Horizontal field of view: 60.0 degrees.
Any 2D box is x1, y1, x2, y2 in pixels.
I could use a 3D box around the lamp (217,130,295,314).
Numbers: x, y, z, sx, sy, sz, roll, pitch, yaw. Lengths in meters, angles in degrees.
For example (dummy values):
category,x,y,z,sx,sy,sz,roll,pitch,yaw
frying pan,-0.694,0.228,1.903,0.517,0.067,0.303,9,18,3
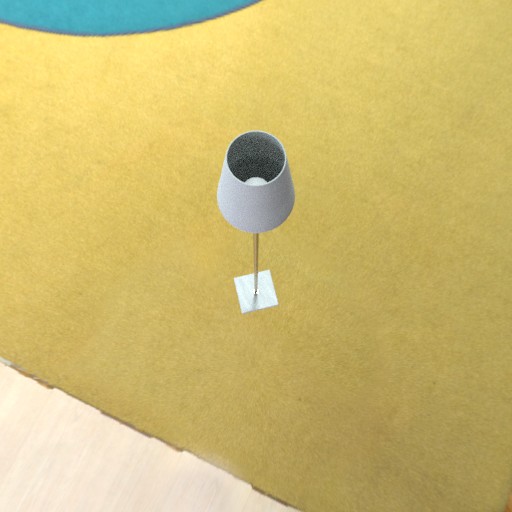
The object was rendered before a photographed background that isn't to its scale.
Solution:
category,x,y,z,sx,sy,sz,roll,pitch,yaw
lamp,0.000,0.000,1.898,0.232,1.813,0.229,-13,76,-3
